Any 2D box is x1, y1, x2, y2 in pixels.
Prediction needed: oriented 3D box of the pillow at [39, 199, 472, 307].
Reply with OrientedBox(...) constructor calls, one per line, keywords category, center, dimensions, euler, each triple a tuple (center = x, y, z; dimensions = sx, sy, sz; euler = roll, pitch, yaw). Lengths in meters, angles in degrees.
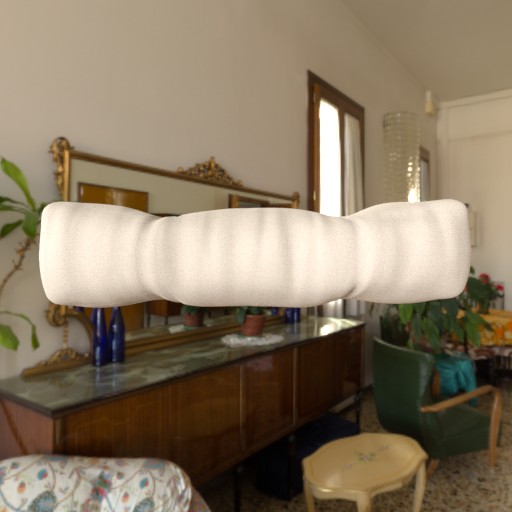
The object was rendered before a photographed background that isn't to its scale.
OrientedBox(category="pillow", center=(0.000, 0.000, 0.710), dimensions=(0.490, 0.128, 0.468), euler=(0, 0, 1))
